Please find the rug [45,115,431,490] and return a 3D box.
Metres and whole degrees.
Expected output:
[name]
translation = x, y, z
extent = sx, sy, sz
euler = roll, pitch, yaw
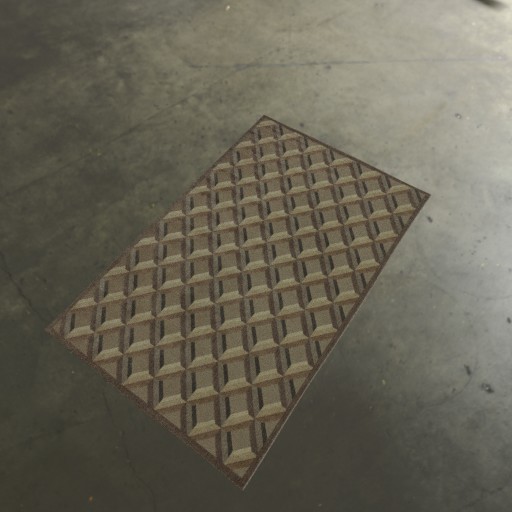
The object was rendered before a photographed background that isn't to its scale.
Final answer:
[rug]
translation = 0.000, 0.000, 2.112
extent = 1.066, 0.011, 1.677
euler = 31, 63, 18
